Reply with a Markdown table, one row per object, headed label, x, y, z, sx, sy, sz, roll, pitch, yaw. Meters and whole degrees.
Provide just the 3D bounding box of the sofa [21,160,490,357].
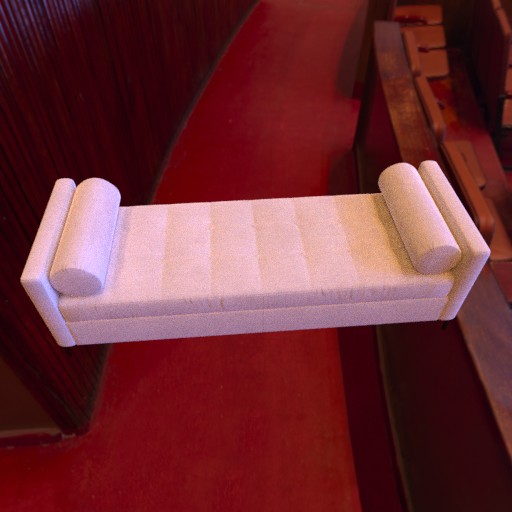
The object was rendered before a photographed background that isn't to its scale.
| label | x | y | z | sx | sy | sz | roll | pitch | yaw |
| --- | --- | --- | --- | --- | --- | --- | --- | --- | --- |
| sofa | 0.000 | 0.000 | 2.294 | 1.981 | 0.635 | 0.686 | -3 | 47 | -3 |
